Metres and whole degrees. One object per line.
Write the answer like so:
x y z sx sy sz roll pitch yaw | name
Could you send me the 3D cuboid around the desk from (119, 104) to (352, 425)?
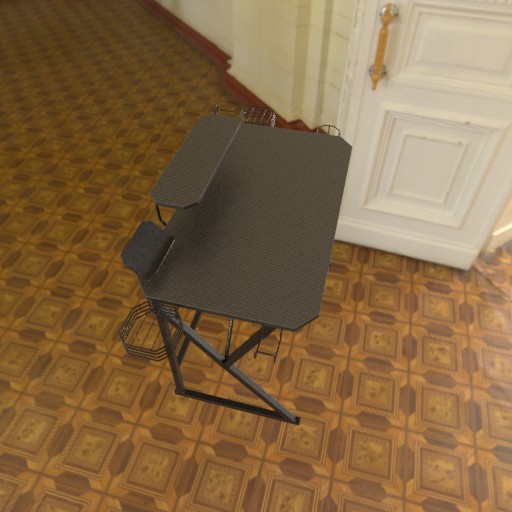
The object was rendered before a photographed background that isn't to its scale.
0.000 0.000 1.754 0.580 0.880 1.290 11 48 10 | desk
